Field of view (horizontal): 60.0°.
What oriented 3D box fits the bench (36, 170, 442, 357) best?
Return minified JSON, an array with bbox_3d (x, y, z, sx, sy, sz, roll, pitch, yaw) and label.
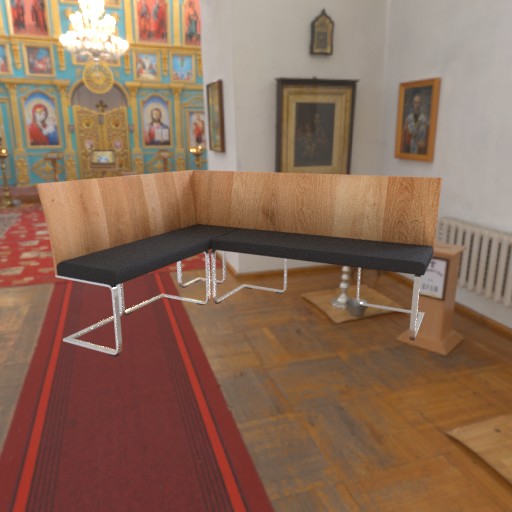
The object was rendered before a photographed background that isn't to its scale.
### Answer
[{"bbox_3d":[0.000,0.000,2.761,1.945,0.930,1.495,7,16,26],"label":"bench"}]
